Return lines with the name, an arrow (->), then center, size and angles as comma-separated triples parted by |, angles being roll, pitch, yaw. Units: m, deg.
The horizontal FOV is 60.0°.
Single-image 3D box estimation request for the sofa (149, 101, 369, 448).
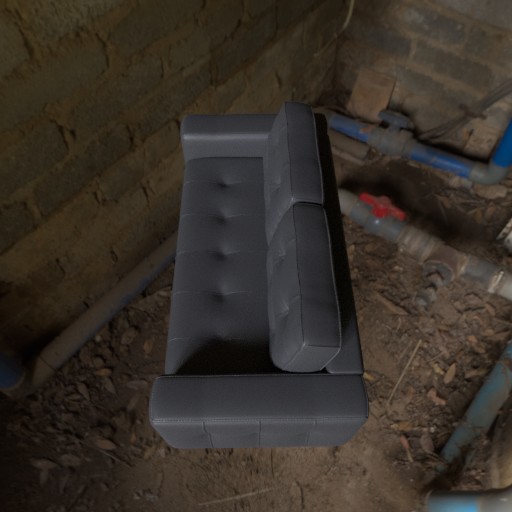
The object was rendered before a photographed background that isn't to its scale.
sofa -> 0.000, 0.000, 2.232 | 0.833, 0.893, 1.726 | -1, 57, 0
